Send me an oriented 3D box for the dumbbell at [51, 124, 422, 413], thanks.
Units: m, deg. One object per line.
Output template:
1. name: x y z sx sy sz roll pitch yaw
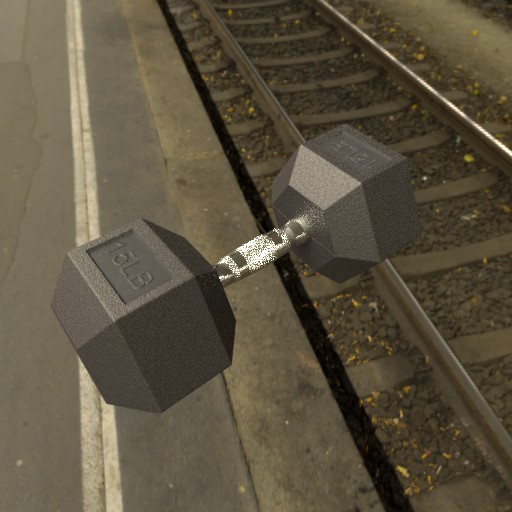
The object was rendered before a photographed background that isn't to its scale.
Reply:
1. dumbbell: 0.000 0.000 0.325 0.271 0.106 0.122 -30 53 -25
